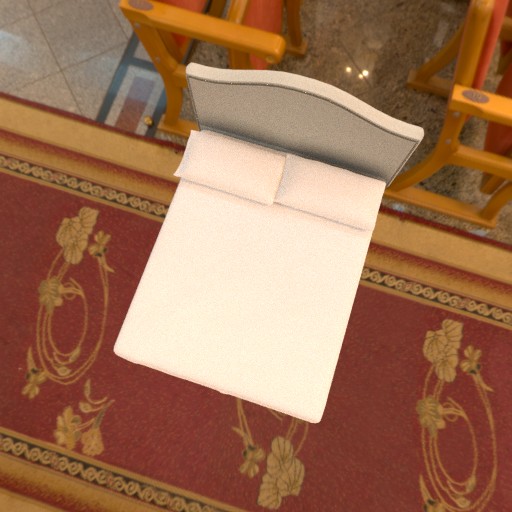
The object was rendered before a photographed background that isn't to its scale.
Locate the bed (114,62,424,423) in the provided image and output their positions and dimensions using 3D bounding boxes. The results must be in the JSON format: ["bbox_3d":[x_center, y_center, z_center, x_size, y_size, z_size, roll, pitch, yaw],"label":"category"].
[{"bbox_3d":[0.000,0.000,3.443,1.813,1.607,2.180,18,76,4],"label":"bed"}]
